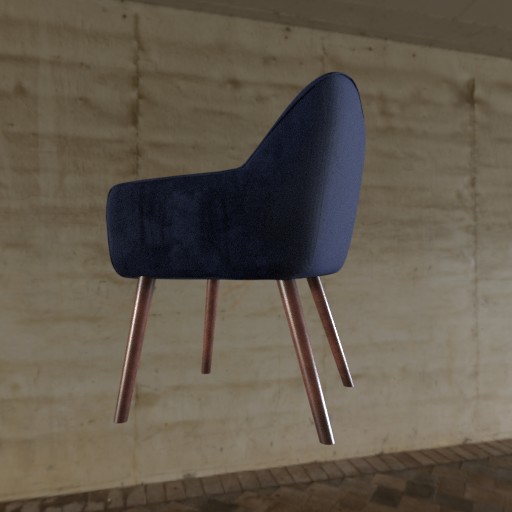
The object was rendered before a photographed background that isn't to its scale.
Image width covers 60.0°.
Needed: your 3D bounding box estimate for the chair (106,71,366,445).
[{"bbox_3d":[0.000,0.000,1.265,0.600,0.820,0.600,0,-1,17],"label":"chair"}]
